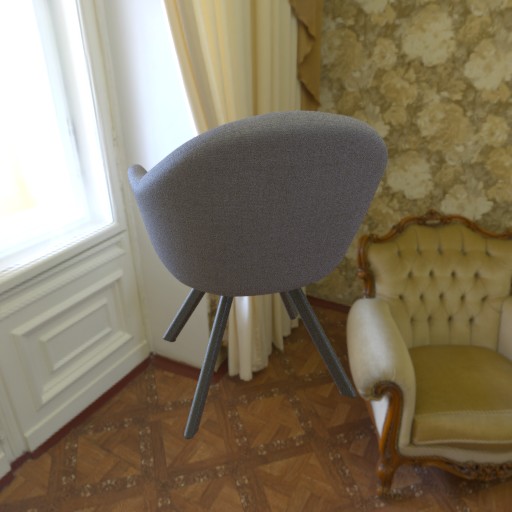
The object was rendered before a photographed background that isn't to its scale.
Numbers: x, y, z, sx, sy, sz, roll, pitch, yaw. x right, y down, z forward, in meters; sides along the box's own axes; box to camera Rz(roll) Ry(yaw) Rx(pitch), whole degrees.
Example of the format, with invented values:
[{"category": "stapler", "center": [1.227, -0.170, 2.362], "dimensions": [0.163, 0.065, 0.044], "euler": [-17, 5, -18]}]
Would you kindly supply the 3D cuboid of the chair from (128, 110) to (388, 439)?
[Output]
[{"category": "chair", "center": [0.000, 0.000, 1.170], "dimensions": [0.590, 0.795, 0.550], "euler": [-8, 27, -16]}]
